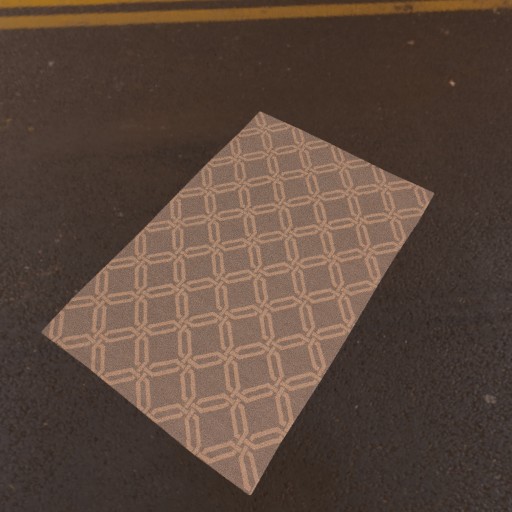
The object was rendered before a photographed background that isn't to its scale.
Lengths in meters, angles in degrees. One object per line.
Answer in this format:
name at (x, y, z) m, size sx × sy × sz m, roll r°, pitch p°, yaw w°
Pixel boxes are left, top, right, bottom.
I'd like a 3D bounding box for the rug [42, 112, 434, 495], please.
rug at (0.000, 0.000, 2.182) m, size 1.148 × 0.010 × 1.754 m, roll 30°, pitch 63°, yaw 17°
